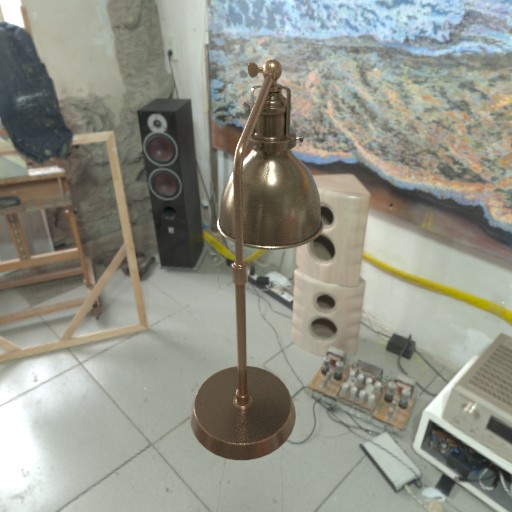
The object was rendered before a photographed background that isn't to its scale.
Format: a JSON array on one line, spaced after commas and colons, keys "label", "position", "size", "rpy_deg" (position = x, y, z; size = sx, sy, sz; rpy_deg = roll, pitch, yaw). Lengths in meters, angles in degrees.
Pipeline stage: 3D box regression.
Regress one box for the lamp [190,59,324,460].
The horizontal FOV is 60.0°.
[{"label": "lamp", "position": [0.000, 0.000, 0.579], "size": [0.153, 0.456, 0.286], "rpy_deg": [9, 33, 14]}]
